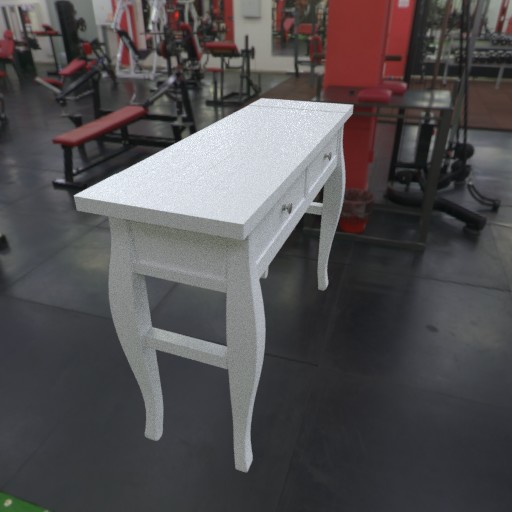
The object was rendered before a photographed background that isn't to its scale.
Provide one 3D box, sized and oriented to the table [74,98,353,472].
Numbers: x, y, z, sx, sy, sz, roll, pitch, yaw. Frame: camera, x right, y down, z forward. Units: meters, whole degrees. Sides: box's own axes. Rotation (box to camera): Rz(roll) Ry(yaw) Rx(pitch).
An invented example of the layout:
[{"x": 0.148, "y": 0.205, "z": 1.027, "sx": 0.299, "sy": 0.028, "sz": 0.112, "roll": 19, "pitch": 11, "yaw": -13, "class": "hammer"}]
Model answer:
[{"x": 0.000, "y": 0.000, "z": 1.427, "sx": 0.373, "sy": 0.768, "sz": 1.062, "roll": 11, "pitch": 32, "yaw": 18, "class": "table"}]
